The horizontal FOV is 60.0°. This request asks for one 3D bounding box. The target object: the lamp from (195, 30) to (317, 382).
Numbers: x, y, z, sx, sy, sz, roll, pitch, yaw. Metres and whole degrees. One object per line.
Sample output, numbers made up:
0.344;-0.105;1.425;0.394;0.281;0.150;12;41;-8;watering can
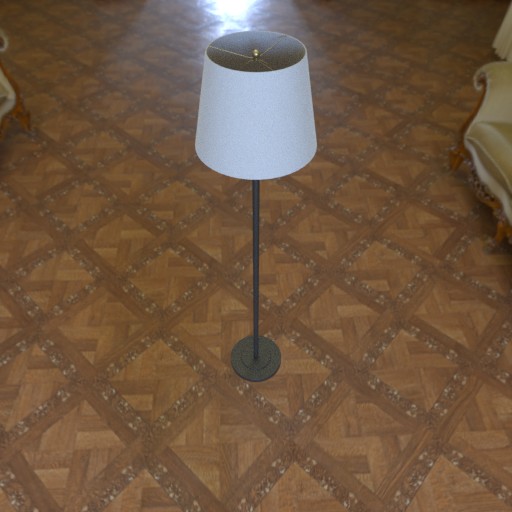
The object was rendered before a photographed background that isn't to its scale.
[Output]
0.000;0.000;1.619;0.348;1.473;0.348;32;55;27;lamp
